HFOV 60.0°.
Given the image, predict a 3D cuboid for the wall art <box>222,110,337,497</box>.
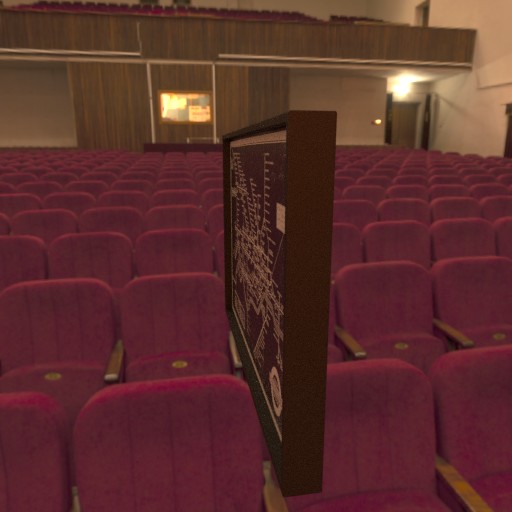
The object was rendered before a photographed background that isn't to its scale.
[{"bbox_3d":[0.000,0.000,0.820,0.051,0.456,0.671,-2,13,-10],"label":"wall art"}]
